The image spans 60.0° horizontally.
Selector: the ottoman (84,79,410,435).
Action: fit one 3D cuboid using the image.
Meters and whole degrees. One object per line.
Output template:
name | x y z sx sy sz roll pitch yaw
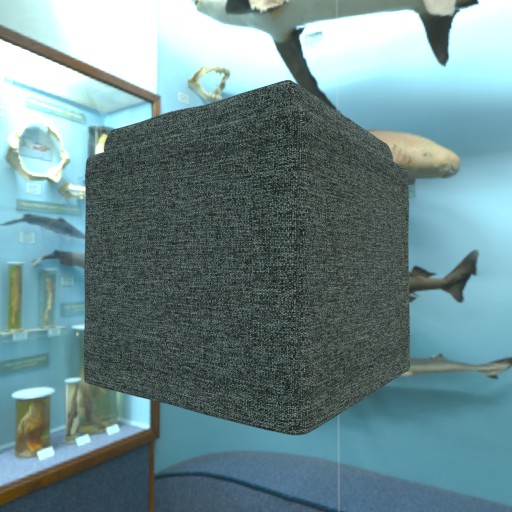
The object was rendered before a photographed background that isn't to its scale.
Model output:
ottoman | 0.000 0.000 0.830 0.450 0.463 0.450 -1 -2 35
